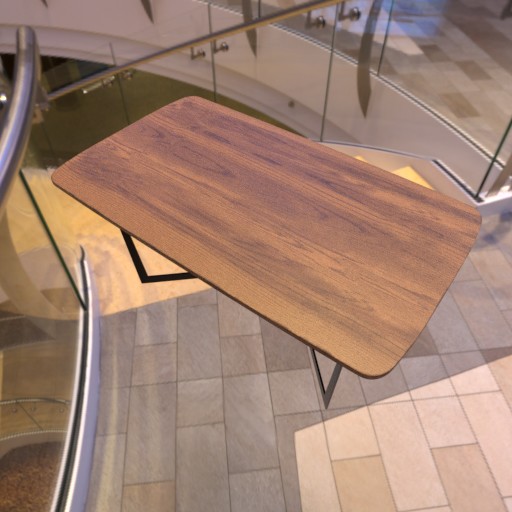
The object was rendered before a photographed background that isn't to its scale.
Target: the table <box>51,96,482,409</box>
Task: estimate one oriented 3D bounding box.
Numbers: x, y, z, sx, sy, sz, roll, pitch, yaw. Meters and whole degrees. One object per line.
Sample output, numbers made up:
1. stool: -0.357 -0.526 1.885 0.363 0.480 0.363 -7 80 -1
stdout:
1. table: 0.000 0.000 2.121 1.643 0.765 0.949 29 54 24
